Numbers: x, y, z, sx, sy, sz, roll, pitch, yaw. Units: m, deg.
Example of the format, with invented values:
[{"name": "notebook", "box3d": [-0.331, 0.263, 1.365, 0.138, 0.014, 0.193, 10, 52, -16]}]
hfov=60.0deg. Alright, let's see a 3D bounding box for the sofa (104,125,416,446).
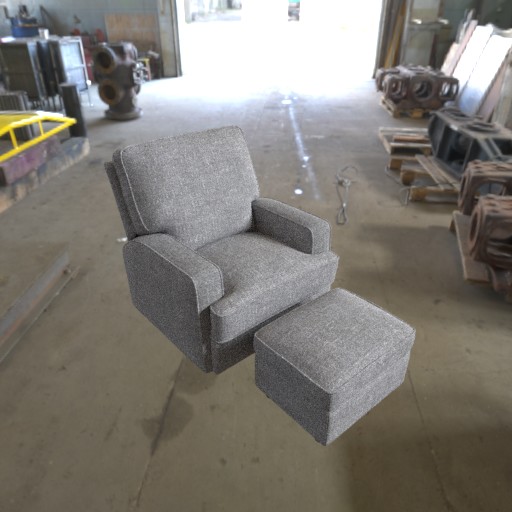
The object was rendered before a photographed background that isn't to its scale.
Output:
[{"name": "sofa", "box3d": [0.000, 0.000, 2.110, 0.861, 0.959, 1.472, -23, 37, -34]}]
